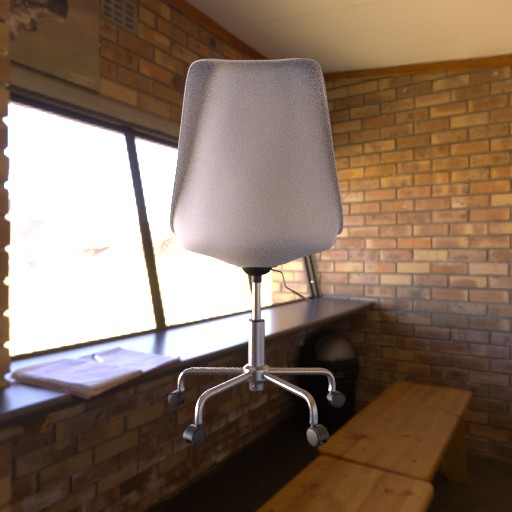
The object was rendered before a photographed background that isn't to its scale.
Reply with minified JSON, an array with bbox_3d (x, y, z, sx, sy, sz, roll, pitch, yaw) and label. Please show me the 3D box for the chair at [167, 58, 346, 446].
[{"bbox_3d":[0.000,0.000,1.292,0.550,0.930,0.550,0,0,1],"label":"chair"}]
